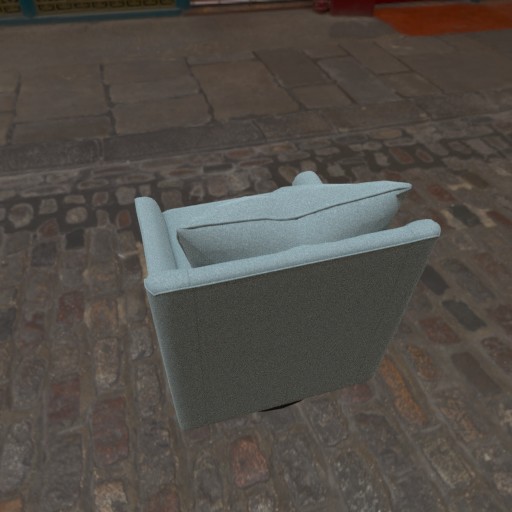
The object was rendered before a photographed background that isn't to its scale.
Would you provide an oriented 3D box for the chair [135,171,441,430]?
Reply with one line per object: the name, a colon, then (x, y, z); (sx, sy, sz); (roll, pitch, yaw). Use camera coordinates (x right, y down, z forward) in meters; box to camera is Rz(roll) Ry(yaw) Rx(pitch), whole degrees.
chair: (0.000, 0.000, 1.573); (0.760, 0.926, 0.870); (-11, 43, -12)
